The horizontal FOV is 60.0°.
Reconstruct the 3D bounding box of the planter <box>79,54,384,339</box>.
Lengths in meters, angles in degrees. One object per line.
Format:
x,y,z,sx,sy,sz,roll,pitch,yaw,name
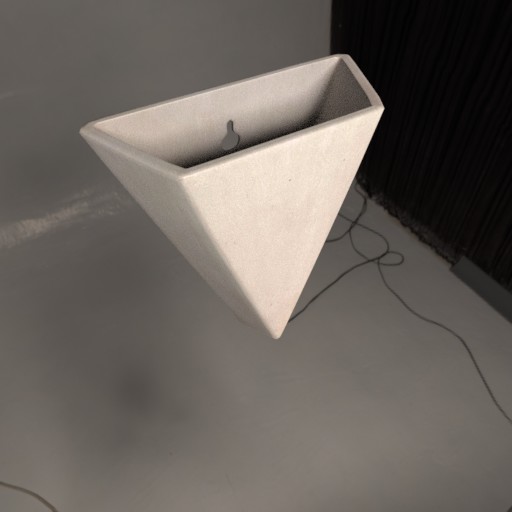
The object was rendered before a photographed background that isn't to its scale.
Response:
0.000,0.000,0.275,0.150,0.197,0.060,-24,51,-21,planter
